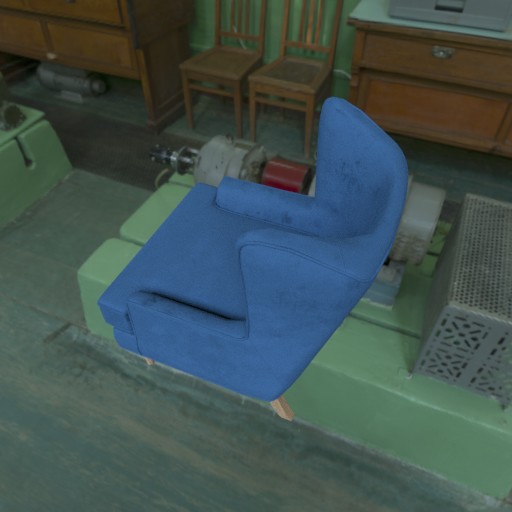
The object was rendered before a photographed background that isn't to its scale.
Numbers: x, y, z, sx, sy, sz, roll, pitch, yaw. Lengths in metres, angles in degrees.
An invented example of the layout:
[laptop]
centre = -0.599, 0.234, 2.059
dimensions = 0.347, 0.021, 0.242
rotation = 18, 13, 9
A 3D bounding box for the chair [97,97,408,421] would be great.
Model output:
[chair]
centre = 0.000, 0.000, 1.645
dimensions = 0.910, 0.952, 0.793
rotation = 16, 48, 16
